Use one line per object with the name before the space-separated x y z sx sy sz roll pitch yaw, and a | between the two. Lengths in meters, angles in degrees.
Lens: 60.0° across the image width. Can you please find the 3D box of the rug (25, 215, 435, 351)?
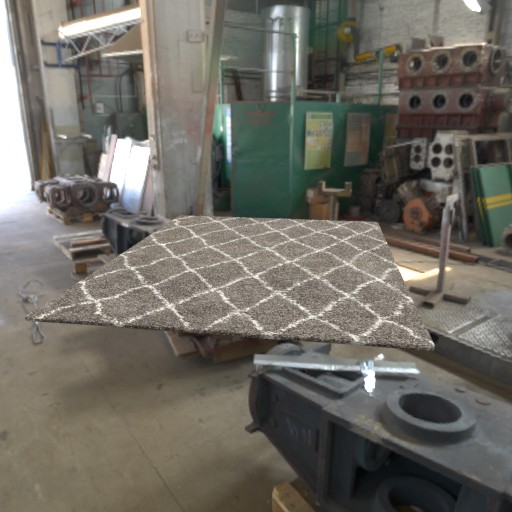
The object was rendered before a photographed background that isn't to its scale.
rug | 0.000 0.000 3.994 2.438 0.029 3.047 3 18 9
